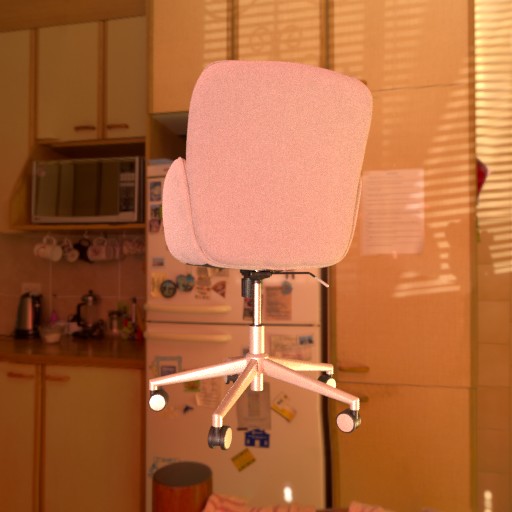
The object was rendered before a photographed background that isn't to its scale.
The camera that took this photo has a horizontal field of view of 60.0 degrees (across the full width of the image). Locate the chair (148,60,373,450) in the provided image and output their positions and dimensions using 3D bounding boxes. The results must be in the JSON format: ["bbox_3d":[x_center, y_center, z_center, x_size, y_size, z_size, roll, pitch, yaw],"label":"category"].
[{"bbox_3d":[0.000,0.000,1.401,0.648,0.959,0.654,0,-1,-19],"label":"chair"}]
